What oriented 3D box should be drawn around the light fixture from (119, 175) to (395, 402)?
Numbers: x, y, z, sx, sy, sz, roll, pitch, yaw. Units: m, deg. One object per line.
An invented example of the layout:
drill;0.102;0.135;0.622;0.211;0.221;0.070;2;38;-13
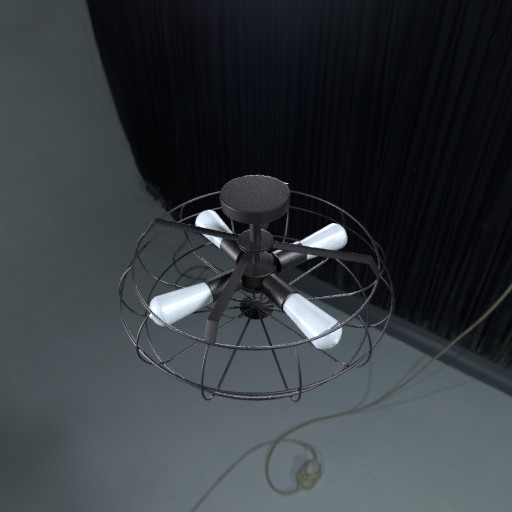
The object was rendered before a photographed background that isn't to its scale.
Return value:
light fixture;0.000;0.000;0.929;0.582;0.311;0.582;0;39;0
